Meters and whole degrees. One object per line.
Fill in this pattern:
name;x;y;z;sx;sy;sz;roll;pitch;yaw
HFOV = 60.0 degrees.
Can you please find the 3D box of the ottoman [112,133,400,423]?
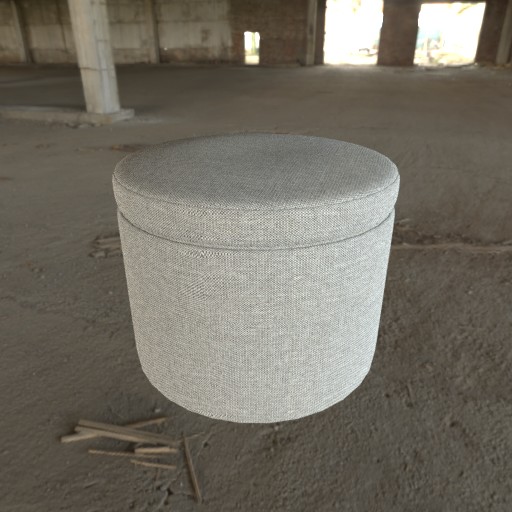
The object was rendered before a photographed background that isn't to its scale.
ottoman;0.000;0.000;0.879;0.500;0.419;0.500;0;26;0
